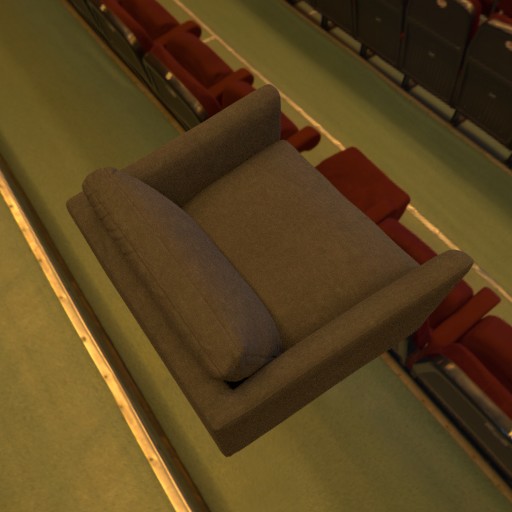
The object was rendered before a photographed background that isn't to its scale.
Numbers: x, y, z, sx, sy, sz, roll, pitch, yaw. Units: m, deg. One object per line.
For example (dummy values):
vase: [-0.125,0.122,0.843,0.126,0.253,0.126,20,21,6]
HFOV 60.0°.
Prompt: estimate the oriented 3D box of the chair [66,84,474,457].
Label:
chair: [0.000,0.000,1.839,1.091,0.845,1.190,-32,64,-18]
